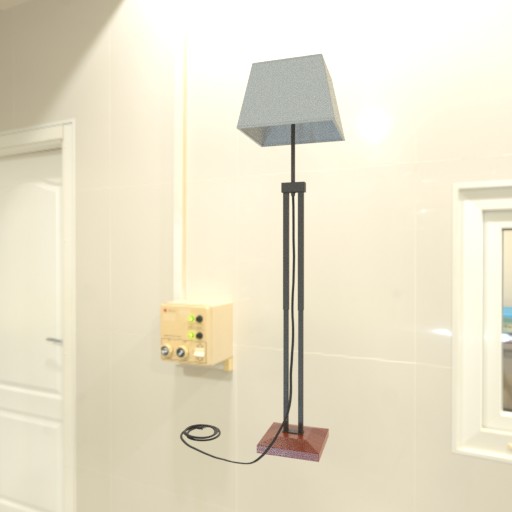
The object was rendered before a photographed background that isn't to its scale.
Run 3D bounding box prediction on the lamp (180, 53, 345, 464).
[{"bbox_3d":[0.000,0.000,2.009,0.745,1.712,0.472,0,1,18],"label":"lamp"}]
